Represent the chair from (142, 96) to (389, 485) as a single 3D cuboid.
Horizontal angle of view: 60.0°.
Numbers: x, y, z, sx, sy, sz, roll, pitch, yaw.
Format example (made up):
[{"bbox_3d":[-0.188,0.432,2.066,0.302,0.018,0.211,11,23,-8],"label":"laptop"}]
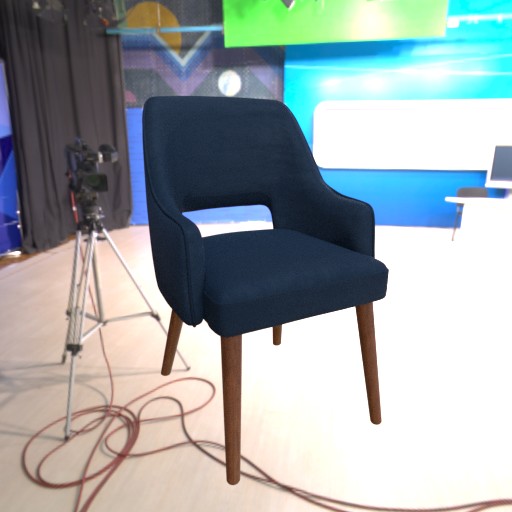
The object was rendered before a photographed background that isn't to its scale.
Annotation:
[{"bbox_3d":[0.000,0.000,1.206,0.559,0.844,0.591,-9,19,-27],"label":"chair"}]
